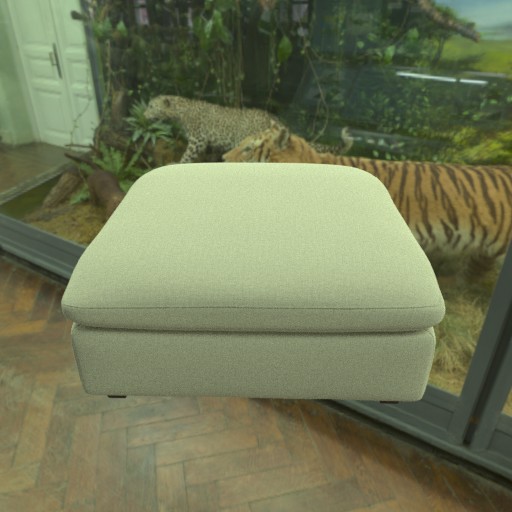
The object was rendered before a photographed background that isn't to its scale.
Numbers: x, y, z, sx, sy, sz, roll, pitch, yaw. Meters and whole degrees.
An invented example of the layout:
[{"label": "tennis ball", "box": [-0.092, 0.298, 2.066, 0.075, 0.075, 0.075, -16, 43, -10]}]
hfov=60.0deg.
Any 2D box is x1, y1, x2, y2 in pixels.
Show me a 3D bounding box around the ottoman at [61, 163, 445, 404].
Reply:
[{"label": "ottoman", "box": [0.000, 0.000, 1.544, 0.996, 0.467, 0.977, 1, 30, 1]}]
